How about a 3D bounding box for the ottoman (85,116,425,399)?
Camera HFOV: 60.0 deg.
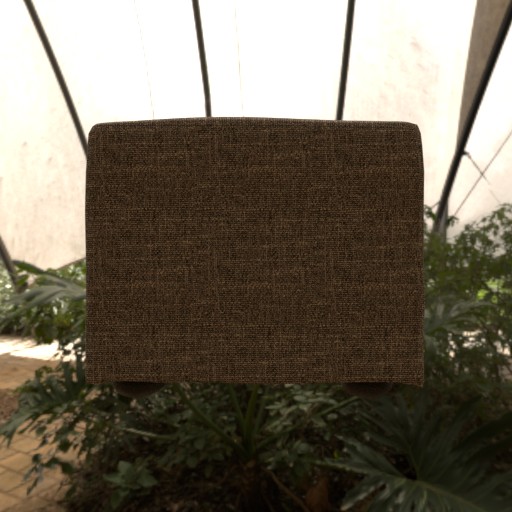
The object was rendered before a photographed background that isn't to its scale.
[{"bbox_3d":[0.000,0.000,0.903,0.512,0.453,0.521,0,0,1],"label":"ottoman"}]
